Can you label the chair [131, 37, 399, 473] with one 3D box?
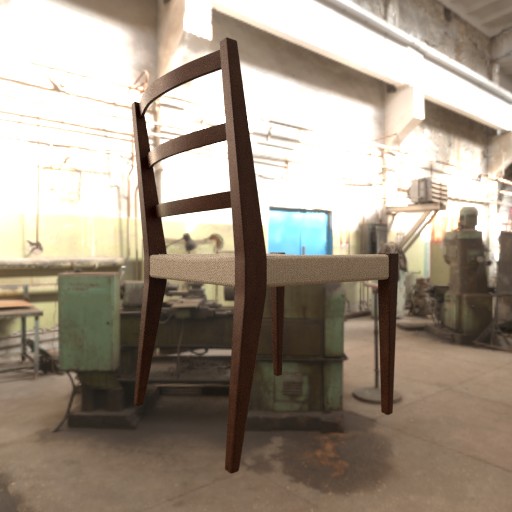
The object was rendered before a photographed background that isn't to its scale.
[{"bbox_3d":[0.000,0.000,1.151,0.551,0.813,0.480,-1,1,-37],"label":"chair"}]
